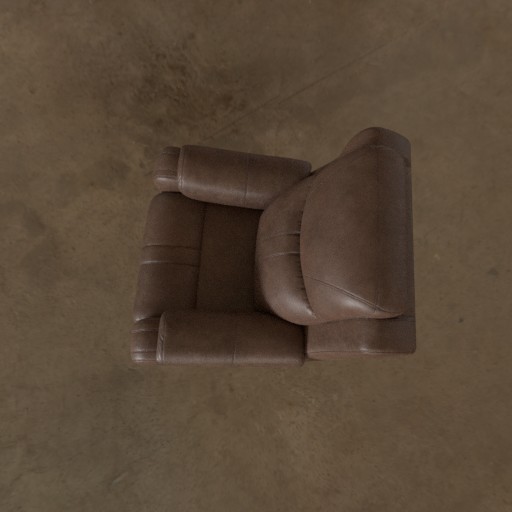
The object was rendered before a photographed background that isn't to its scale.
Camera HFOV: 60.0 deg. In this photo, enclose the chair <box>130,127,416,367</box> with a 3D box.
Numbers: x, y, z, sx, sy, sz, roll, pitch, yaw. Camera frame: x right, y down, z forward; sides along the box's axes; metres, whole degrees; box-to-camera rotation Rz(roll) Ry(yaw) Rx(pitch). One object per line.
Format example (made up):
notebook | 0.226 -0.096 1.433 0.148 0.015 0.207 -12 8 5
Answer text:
chair | 0.000 0.000 1.841 1.067 0.990 0.940 4 75 1
